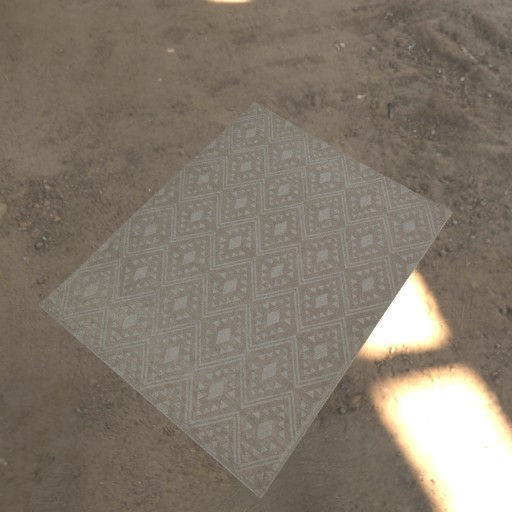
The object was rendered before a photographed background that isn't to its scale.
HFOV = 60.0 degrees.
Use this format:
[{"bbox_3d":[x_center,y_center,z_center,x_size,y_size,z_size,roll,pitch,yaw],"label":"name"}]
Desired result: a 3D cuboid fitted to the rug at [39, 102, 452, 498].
[{"bbox_3d":[0.000,0.000,4.004,2.399,0.054,3.011,34,67,16],"label":"rug"}]
